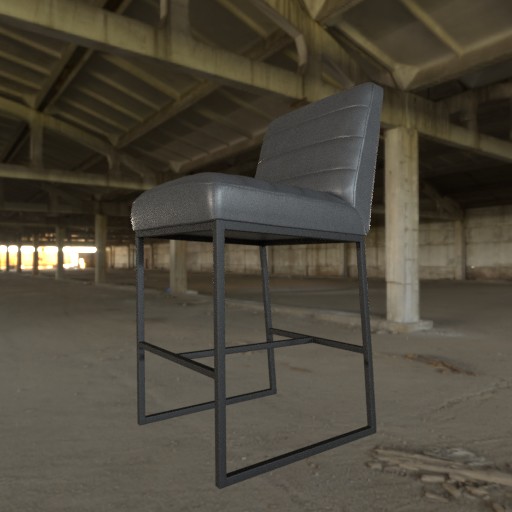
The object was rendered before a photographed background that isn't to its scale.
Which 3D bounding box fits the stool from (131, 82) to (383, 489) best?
[{"bbox_3d":[0.000,0.000,1.213,0.552,0.938,0.457,0,0,-36],"label":"stool"}]
